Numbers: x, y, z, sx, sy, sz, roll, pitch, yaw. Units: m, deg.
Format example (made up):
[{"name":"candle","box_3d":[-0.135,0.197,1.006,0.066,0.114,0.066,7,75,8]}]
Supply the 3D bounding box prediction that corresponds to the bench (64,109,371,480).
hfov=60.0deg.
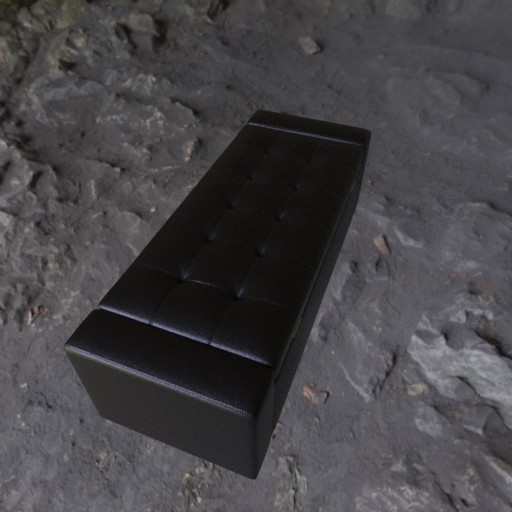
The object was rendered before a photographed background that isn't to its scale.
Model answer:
[{"name":"bench","box_3d":[0.000,0.000,1.563,0.508,0.445,1.296,15,47,15]}]
